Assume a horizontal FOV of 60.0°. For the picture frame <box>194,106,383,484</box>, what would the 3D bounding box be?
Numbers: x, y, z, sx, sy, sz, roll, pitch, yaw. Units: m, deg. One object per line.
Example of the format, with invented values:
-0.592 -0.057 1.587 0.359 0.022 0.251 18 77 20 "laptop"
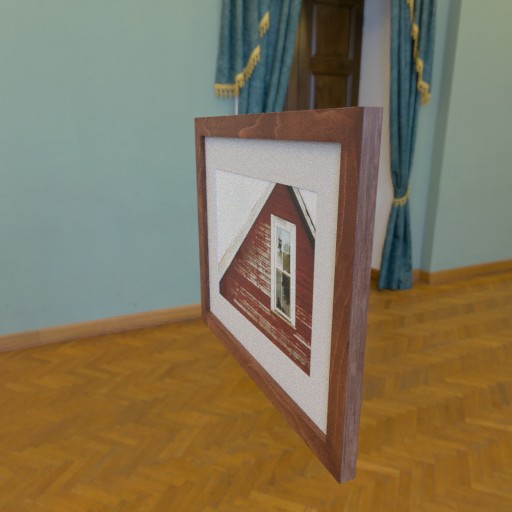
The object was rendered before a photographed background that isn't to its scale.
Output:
0.000 0.000 0.751 0.025 0.457 0.559 -7 18 -24 "picture frame"
